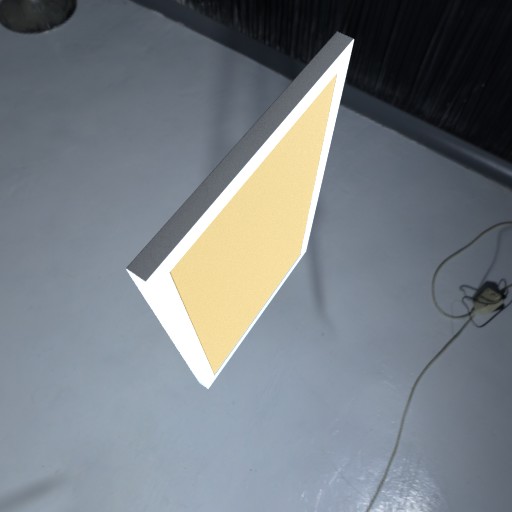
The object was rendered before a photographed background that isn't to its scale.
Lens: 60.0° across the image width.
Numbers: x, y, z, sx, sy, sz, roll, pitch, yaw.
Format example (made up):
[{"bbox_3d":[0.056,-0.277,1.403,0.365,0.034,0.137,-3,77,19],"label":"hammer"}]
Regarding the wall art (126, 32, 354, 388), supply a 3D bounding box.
[{"bbox_3d":[0.000,0.000,1.158,0.039,0.915,0.612,32,68,14],"label":"wall art"}]
